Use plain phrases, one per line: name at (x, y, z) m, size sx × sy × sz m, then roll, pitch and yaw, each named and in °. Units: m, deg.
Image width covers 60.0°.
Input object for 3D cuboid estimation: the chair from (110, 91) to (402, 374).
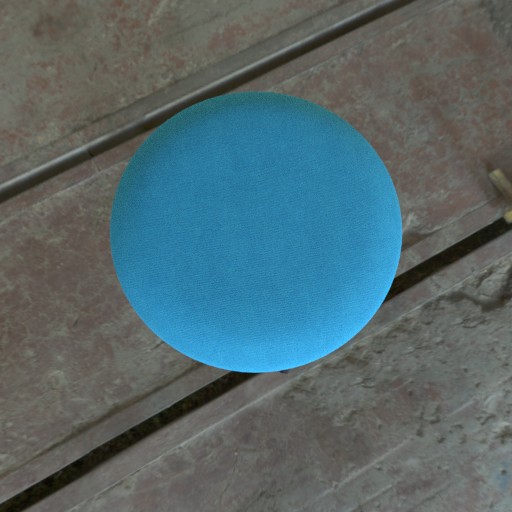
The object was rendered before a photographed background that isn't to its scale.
chair at (0.000, 0.000, 0.701) m, size 0.350 × 0.430 × 0.350 m, roll 15°, pitch 77°, yaw 4°
